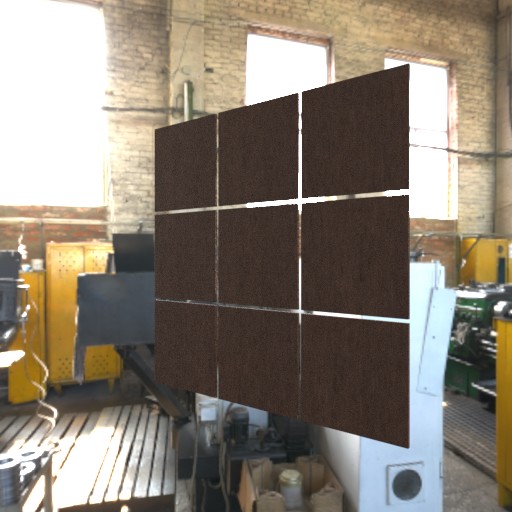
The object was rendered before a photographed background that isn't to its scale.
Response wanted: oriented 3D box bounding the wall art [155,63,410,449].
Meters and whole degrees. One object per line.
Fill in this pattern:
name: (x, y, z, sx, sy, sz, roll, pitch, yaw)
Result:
wall art: (0.000, 0.000, 2.220, 1.527, 1.525, 0.014, 0, 0, 37)
